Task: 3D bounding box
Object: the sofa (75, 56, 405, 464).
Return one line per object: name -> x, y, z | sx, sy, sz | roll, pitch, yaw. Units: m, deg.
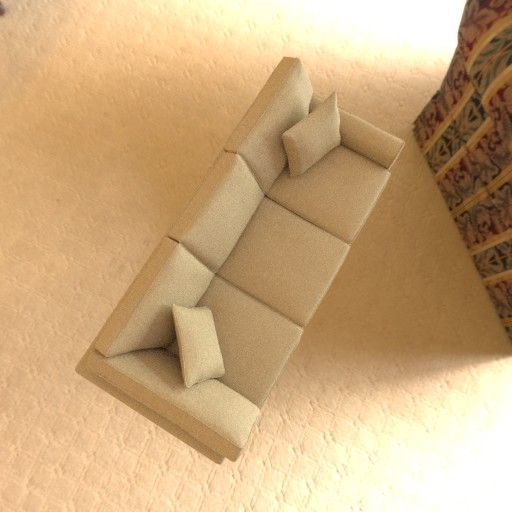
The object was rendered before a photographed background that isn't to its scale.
sofa -> 0.000, 0.000, 2.930 | 1.061, 0.962, 2.317 | 30, 79, 7
